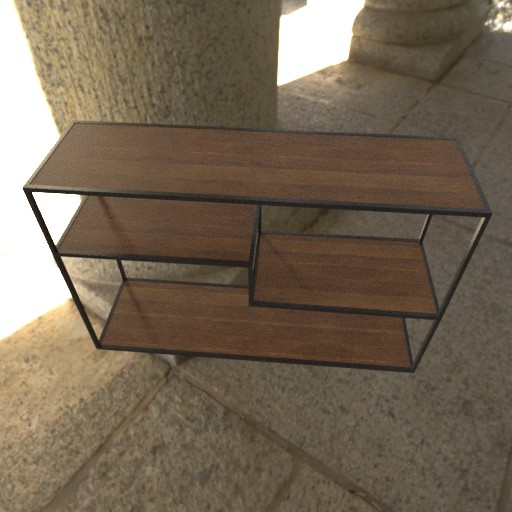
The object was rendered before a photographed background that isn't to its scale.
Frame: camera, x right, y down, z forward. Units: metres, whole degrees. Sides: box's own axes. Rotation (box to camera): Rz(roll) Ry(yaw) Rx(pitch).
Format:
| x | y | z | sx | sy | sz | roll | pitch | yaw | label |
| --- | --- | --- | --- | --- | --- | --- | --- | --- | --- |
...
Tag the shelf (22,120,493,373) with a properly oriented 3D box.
| x | y | z | sx | sy | sz | roll | pitch | yaw | label |
| --- | --- | --- | --- | --- | --- | --- | --- | --- | --- |
| 0.000 | 0.000 | 1.520 | 1.201 | 0.765 | 0.361 | 4 | 46 | 3 | shelf |
